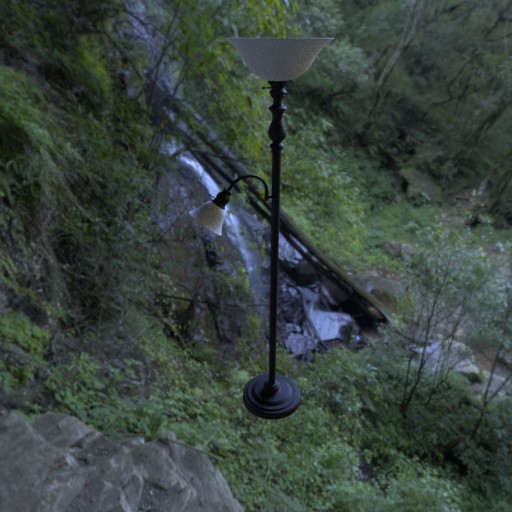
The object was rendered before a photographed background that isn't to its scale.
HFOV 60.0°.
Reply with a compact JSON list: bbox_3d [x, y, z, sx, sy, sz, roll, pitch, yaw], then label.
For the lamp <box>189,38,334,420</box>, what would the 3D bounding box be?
[{"bbox_3d":[0.000,0.000,2.032,0.588,1.793,0.405,-9,28,-17],"label":"lamp"}]
